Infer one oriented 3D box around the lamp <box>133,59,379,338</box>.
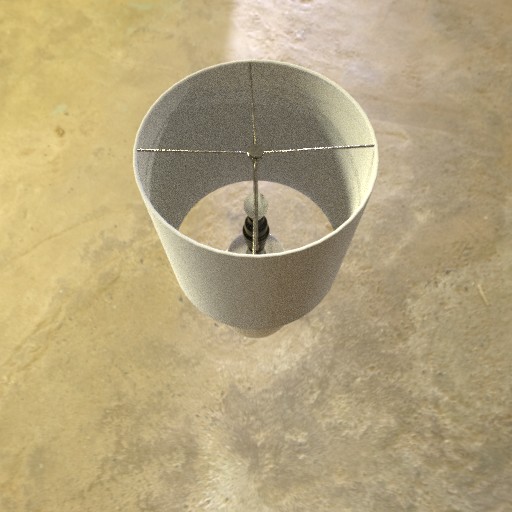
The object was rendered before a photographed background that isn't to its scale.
[{"bbox_3d":[0.000,0.000,0.596,0.217,0.453,0.217,-1,65,-1],"label":"lamp"}]
